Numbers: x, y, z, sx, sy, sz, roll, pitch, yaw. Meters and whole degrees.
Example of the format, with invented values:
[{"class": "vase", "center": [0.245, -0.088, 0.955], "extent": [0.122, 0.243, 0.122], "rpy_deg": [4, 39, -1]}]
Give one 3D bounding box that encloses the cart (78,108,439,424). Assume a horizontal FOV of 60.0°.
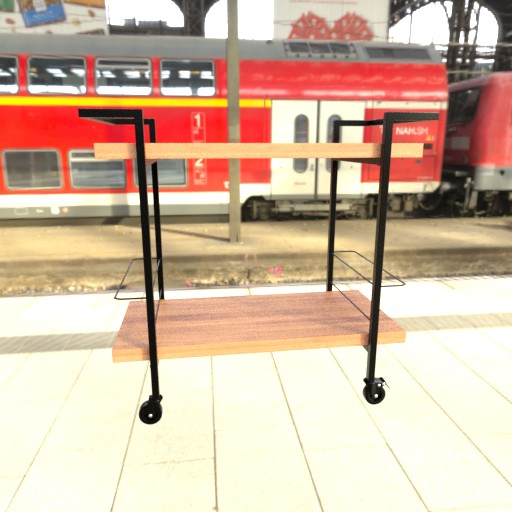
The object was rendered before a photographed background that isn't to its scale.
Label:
[{"class": "cart", "center": [0.000, 0.000, 1.262], "extent": [0.806, 0.762, 0.406], "rpy_deg": [-2, 14, -8]}]
